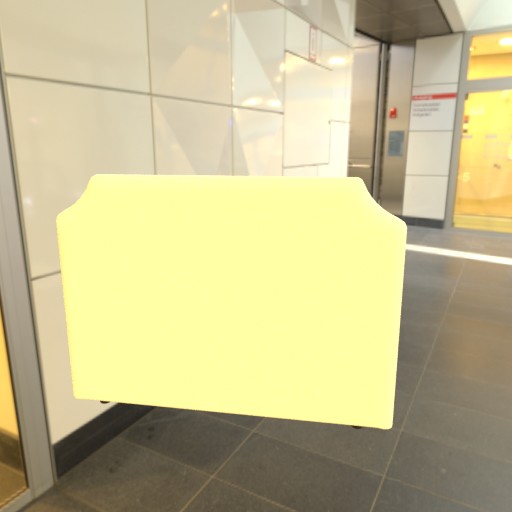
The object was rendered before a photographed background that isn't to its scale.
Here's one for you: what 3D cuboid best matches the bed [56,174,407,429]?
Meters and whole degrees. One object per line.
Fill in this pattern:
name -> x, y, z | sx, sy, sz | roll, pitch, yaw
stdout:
bed -> 0.000, 0.000, 3.843 | 2.134, 1.524, 2.548 | 2, 14, 9
